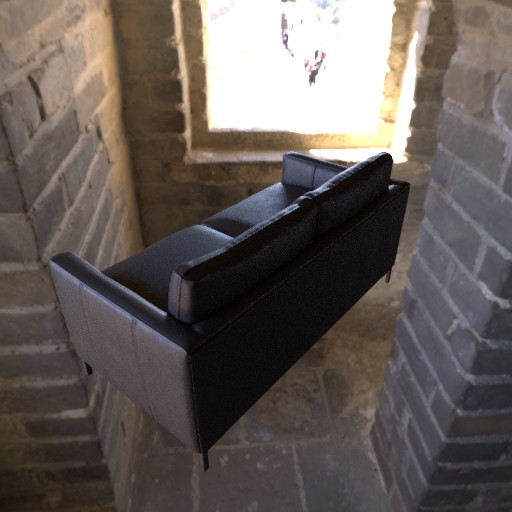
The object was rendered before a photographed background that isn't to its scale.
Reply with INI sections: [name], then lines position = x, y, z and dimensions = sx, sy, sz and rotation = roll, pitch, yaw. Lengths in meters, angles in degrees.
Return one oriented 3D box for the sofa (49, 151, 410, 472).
[sofa]
position = 0.000, 0.000, 2.330
dimensions = 0.947, 0.883, 1.805
rotation = 22, 38, 31
